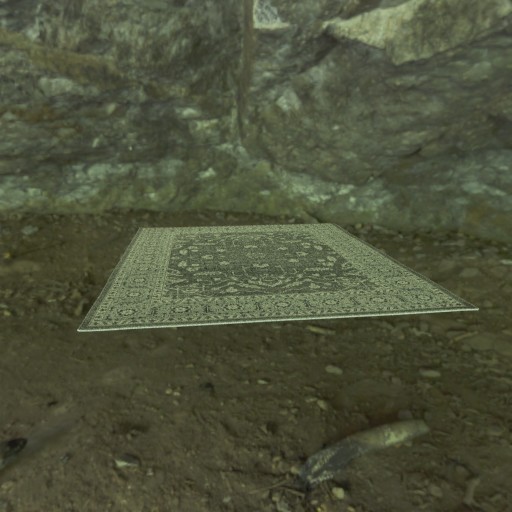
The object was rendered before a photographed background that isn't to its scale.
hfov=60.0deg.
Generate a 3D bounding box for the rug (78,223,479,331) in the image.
[{"bbox_3d":[0.000,0.000,4.113,2.451,0.026,3.069,-2,15,-8],"label":"rug"}]
